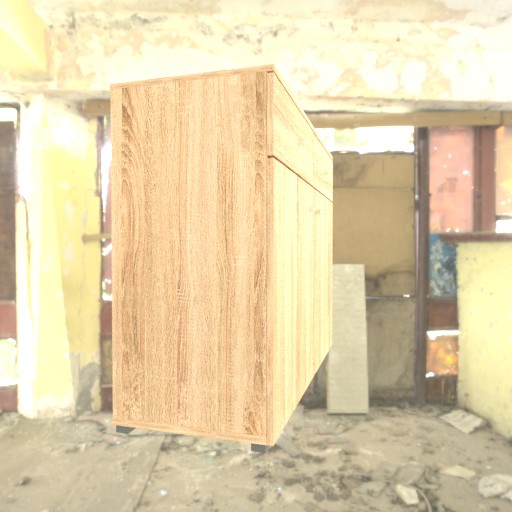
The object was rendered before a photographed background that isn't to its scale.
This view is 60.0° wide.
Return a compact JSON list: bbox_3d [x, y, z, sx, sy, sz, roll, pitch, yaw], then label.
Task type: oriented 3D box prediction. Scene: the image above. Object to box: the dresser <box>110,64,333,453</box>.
[{"bbox_3d":[0.000,0.000,1.604,0.450,0.900,1.100,0,1,17],"label":"dresser"}]
